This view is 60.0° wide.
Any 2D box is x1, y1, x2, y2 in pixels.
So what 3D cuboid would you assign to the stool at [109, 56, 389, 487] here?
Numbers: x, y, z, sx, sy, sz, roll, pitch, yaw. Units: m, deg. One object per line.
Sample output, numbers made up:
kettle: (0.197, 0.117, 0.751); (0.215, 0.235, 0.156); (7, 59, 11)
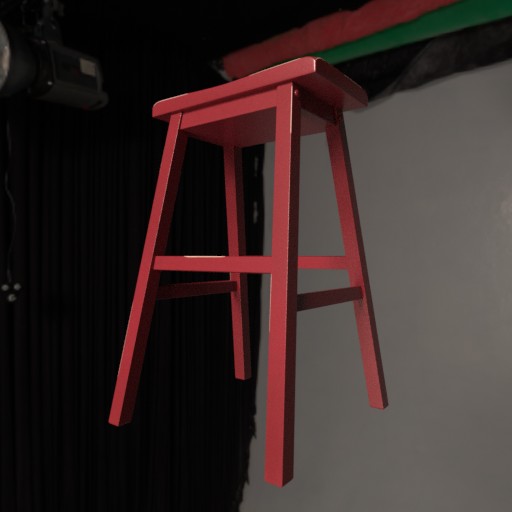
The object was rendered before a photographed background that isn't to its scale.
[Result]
stool: (0.000, 0.000, 1.031); (0.457, 0.737, 0.476); (0, 0, 37)
